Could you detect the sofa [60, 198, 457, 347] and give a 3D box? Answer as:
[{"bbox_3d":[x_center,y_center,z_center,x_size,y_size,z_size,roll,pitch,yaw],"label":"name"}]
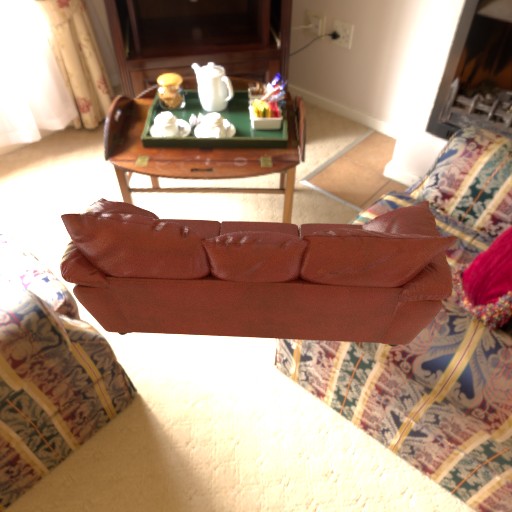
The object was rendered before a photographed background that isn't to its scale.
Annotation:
[{"bbox_3d":[0.000,0.000,2.978,2.390,1.091,0.907,2,46,2],"label":"sofa"}]
